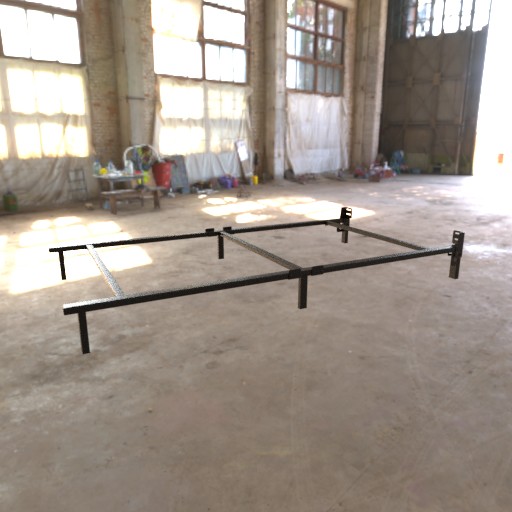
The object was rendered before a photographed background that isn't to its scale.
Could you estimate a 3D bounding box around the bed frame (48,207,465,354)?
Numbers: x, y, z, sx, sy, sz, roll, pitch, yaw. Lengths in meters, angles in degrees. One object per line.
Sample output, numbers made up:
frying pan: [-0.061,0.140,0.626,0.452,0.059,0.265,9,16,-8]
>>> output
bed frame: [0.000,0.000,2.283,1.897,0.248,0.968,-7,17,-26]
